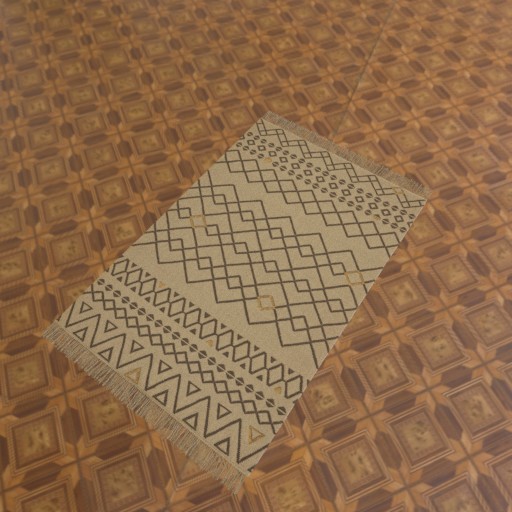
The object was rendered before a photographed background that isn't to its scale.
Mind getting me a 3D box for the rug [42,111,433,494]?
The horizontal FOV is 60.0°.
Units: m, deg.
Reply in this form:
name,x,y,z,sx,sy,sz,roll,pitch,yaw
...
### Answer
name,x,y,z,sx,sy,sz,roll,pitch,yaw
rug,0.000,0.000,3.001,1.495,0.035,2.472,31,64,17
